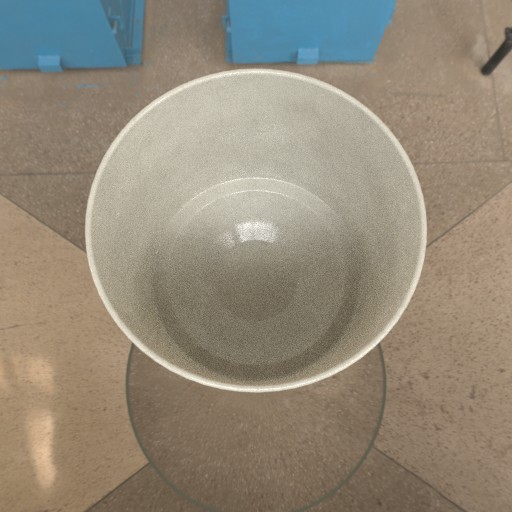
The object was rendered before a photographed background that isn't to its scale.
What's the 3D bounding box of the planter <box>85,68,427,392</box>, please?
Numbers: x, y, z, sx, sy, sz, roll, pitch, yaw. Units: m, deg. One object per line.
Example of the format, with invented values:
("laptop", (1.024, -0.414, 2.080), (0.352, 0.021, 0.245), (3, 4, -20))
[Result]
("planter", (0.000, 0.000, 0.334), (0.190, 0.181, 0.190), (0, 75, 0))
